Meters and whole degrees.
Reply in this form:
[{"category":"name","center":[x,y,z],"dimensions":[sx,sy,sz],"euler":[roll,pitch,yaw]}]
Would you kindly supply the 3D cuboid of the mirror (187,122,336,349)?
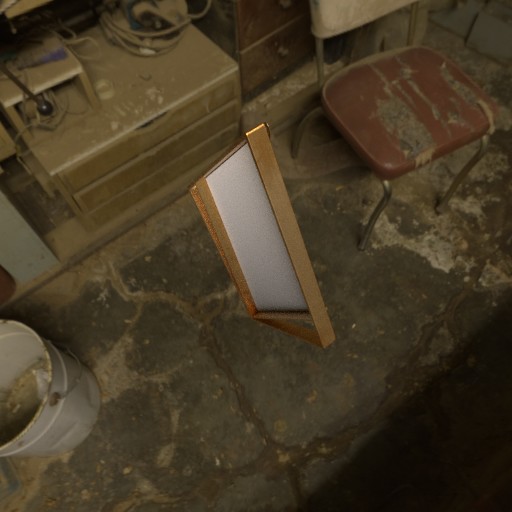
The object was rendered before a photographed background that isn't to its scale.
[{"category":"mirror","center":[0.000,0.000,0.830],"dimensions":[0.032,0.679,0.419],"euler":[-34,68,-16]}]
